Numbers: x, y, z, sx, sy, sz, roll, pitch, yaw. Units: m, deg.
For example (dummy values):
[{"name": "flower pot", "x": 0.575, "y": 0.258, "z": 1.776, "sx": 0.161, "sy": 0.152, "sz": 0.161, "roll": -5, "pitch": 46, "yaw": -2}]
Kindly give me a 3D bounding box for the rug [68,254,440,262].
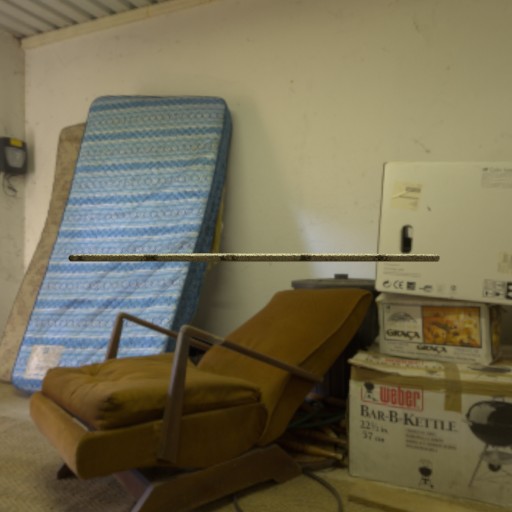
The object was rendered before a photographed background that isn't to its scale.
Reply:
[{"name": "rug", "x": 0.000, "y": 0.000, "z": 3.019, "sx": 1.524, "sy": 0.030, "sz": 2.438, "roll": 0, "pitch": 0, "yaw": 1}]
